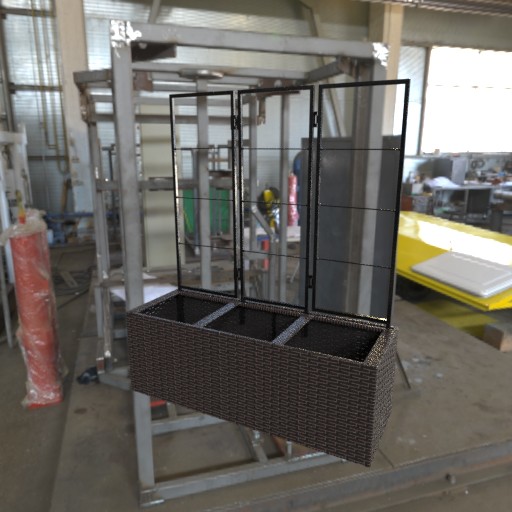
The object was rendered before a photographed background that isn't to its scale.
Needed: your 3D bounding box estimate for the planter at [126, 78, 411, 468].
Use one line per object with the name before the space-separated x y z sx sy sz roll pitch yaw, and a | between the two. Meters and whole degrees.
planter | 0.000 0.000 1.144 0.699 0.841 0.244 7 16 27
